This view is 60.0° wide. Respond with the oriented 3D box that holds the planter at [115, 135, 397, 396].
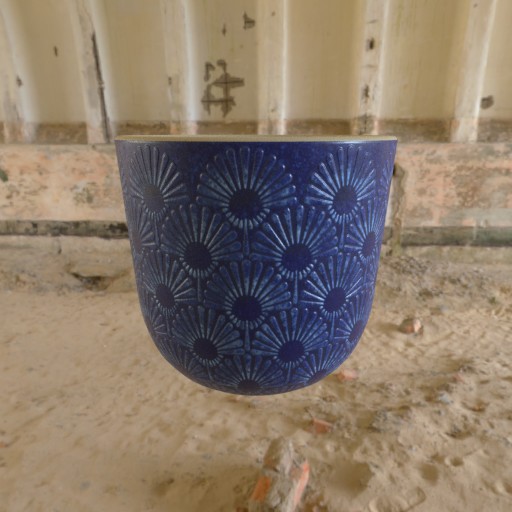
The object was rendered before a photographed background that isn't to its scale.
[{"bbox_3d":[0.000,0.000,0.363,0.206,0.190,0.206,0,16,0],"label":"planter"}]
